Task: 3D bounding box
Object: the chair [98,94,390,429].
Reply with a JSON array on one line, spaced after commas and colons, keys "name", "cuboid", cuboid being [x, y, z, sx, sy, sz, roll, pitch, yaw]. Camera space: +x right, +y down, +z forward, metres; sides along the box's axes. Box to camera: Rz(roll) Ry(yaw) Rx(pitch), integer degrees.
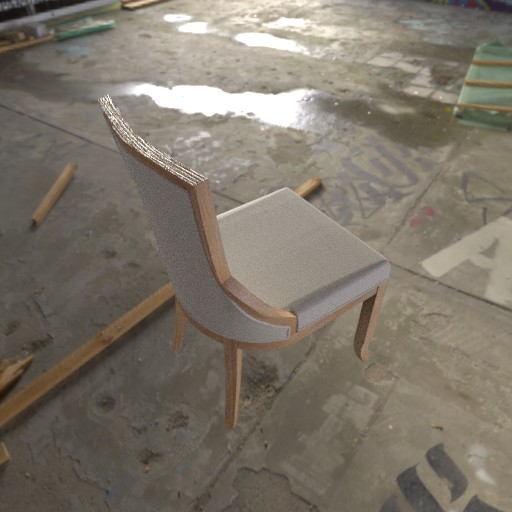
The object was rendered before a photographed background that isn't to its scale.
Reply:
[{"name": "chair", "cuboid": [0.000, 0.000, 1.322, 0.641, 0.947, 0.524, -25, 47, -26]}]
